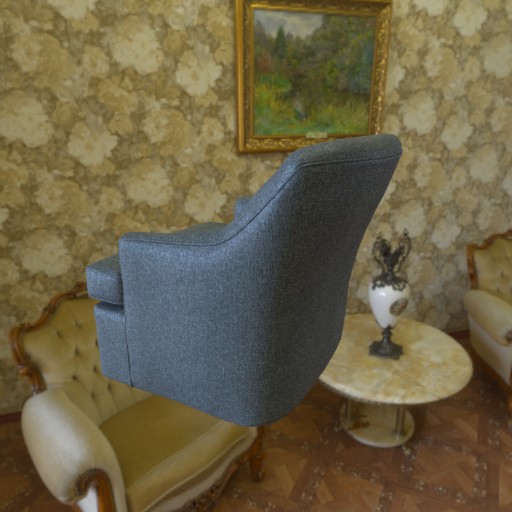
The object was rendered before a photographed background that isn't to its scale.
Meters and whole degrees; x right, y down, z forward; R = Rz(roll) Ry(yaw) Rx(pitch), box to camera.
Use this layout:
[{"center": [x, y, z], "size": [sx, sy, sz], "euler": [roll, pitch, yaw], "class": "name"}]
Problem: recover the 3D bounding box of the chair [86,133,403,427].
[{"center": [0.000, 0.000, 1.595], "size": [0.923, 0.856, 0.864], "euler": [8, 19, 25], "class": "chair"}]
